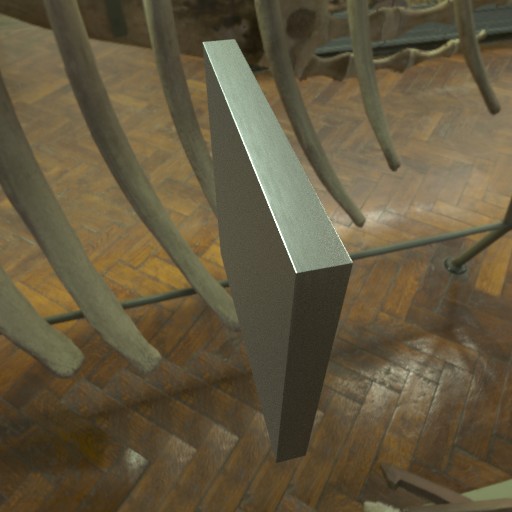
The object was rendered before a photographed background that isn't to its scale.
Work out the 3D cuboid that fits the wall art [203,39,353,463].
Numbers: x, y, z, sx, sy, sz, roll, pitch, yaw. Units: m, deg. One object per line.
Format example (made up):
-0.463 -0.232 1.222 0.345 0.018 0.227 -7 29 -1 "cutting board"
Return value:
0.000 0.000 0.515 0.038 0.350 0.350 -10 48 -9 "wall art"
